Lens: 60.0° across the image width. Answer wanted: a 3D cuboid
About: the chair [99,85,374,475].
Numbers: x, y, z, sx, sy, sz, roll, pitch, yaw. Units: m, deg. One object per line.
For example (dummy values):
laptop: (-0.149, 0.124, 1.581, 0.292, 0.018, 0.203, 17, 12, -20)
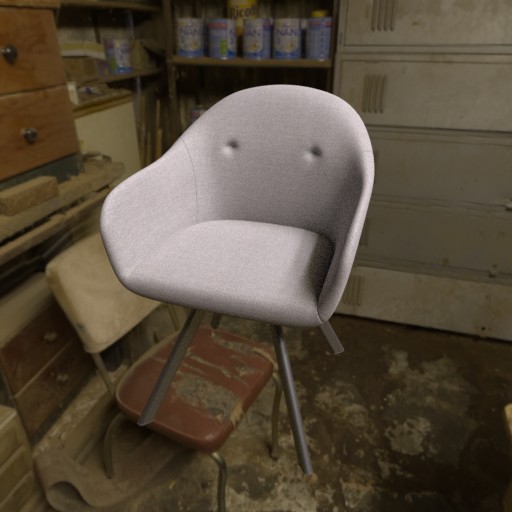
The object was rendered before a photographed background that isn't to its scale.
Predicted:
chair: (0.000, 0.000, 1.144, 0.540, 0.780, 0.570, 9, 28, 17)
